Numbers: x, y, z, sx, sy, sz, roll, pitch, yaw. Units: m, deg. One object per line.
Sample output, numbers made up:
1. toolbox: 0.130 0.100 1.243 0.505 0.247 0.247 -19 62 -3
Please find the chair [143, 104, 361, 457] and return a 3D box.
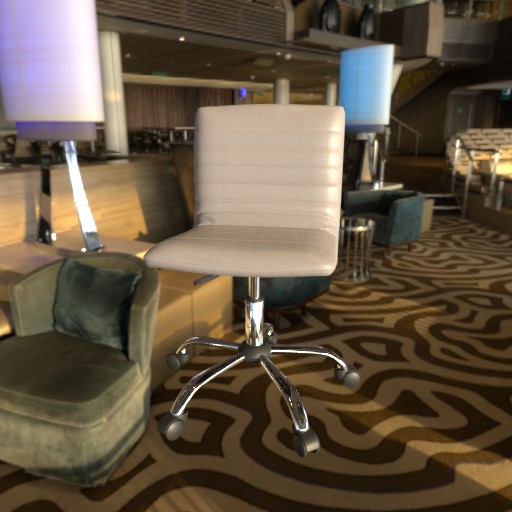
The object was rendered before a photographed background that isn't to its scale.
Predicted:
1. chair: 0.000 0.000 1.125 0.569 0.750 0.542 3 16 10
